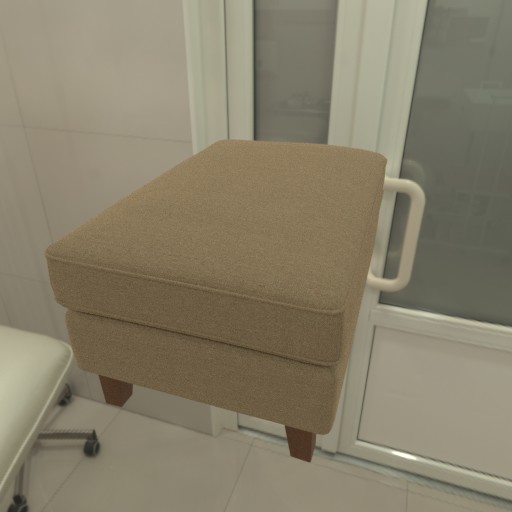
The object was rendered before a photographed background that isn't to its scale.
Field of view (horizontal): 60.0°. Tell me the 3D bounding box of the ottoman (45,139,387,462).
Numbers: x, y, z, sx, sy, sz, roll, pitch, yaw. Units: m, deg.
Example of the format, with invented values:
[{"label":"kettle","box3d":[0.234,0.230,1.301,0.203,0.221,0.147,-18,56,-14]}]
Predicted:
[{"label":"ottoman","box3d":[0.000,0.000,1.279,0.636,0.521,0.945,9,30,16]}]
